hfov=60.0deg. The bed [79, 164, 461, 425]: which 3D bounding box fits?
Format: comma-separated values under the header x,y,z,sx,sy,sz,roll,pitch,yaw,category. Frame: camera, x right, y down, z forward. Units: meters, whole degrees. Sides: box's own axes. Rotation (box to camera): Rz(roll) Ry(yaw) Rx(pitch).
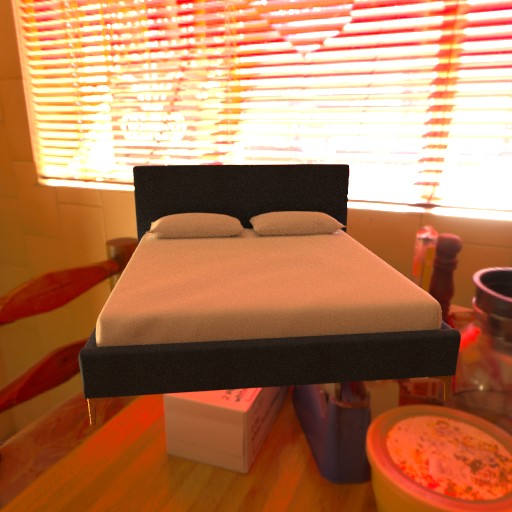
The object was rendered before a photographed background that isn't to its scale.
x,y,z,sx,sy,sz,roll,pitch,yaw,category
0.000,0.000,3.399,2.096,1.231,2.232,-2,16,-6,bed
